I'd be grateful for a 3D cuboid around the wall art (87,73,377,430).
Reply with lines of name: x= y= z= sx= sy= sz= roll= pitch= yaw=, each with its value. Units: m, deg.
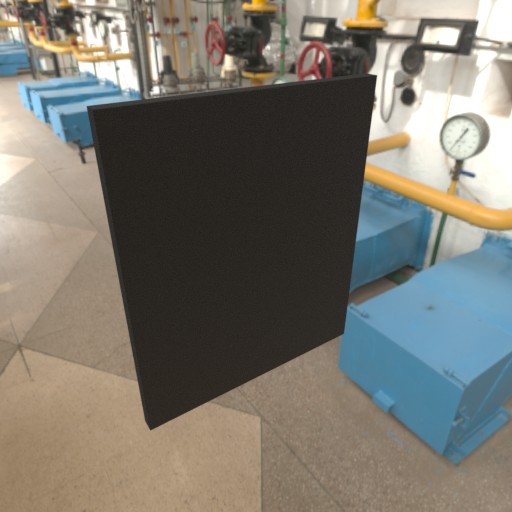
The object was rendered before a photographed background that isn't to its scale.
wall art: x=0.000 y=0.000 z=0.702 sx=0.428 sy=0.505 sz=0.023 roll=-19 pitch=35 yaw=-29
